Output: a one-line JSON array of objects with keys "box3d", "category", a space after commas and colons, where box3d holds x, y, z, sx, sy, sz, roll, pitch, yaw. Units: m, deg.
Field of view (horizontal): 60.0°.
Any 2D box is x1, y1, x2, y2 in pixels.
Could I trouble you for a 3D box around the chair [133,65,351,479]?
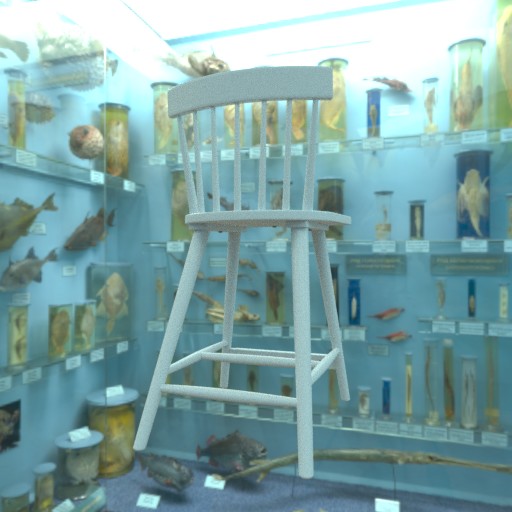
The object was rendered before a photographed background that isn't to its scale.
[{"box3d": [0.000, 0.000, 1.277, 0.483, 0.952, 0.572, 0, 0, 19], "category": "chair"}]
